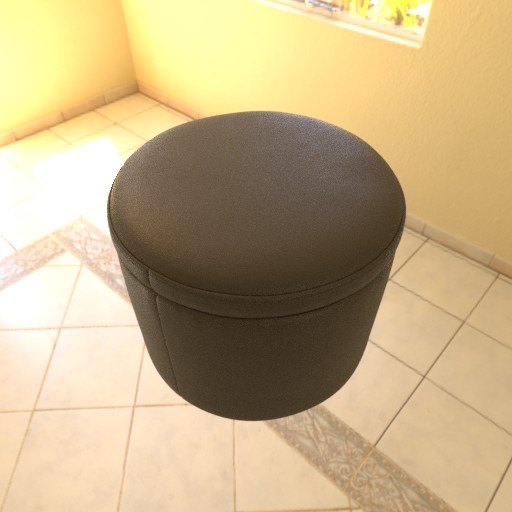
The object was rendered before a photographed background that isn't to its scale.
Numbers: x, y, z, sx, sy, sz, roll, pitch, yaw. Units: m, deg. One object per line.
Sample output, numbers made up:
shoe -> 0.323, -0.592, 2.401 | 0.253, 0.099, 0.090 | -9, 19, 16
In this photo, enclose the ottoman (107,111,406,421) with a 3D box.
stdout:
ottoman -> 0.000, 0.000, 0.869 | 0.500, 0.409, 0.500 | 0, 45, 0
